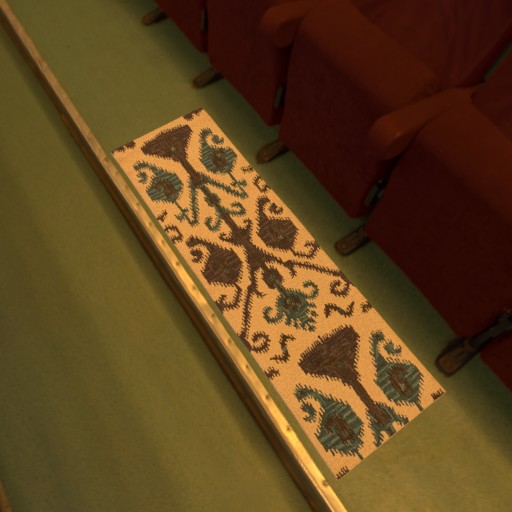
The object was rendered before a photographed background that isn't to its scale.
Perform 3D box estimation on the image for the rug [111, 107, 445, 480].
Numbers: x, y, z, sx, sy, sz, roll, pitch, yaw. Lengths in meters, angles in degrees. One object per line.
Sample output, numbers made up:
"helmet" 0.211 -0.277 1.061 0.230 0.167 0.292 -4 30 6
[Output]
"rug" 0.000 0.000 2.520 0.692 0.017 2.301 -32 68 -15
